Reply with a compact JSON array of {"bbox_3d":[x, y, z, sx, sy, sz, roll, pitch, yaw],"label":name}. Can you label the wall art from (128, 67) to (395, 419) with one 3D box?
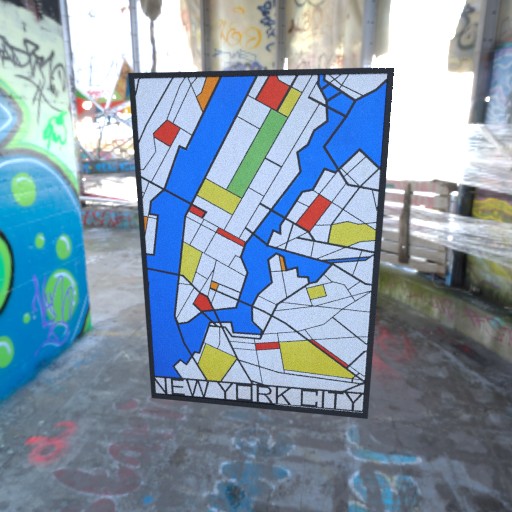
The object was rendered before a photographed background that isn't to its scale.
[{"bbox_3d":[0.000,0.000,0.849,0.460,0.660,0.013,2,16,9],"label":"wall art"}]
